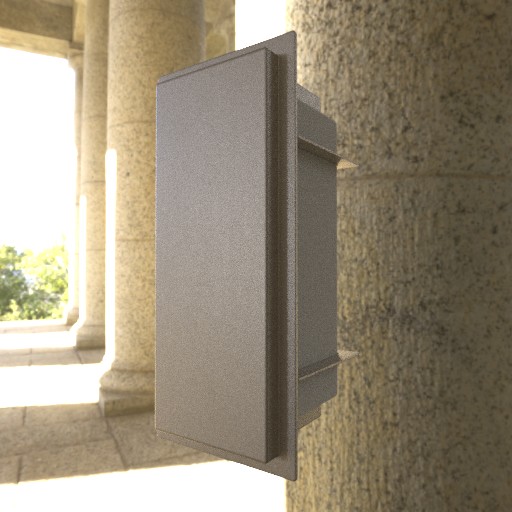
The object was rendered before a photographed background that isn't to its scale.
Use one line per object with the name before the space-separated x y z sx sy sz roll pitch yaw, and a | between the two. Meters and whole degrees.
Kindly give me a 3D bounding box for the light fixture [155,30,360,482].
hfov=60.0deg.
light fixture | 0.000 0.000 0.471 0.168 0.380 0.160 -1 -1 35
